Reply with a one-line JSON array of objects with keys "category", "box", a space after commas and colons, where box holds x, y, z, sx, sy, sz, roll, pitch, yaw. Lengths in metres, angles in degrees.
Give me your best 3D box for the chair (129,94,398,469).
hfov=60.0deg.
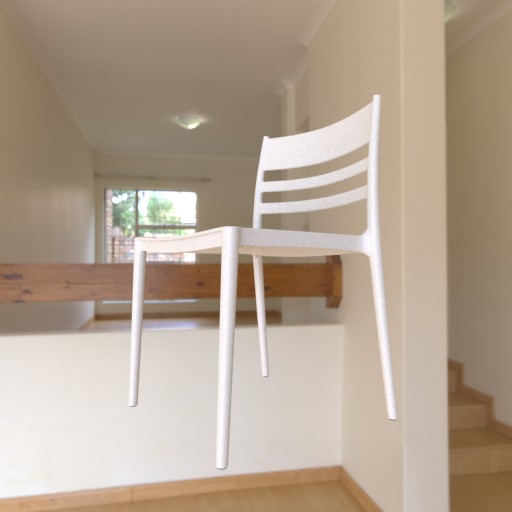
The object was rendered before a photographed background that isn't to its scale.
[{"category": "chair", "box": [0.000, 0.000, 1.158, 0.511, 0.800, 0.531, 1, -1, -37]}]
